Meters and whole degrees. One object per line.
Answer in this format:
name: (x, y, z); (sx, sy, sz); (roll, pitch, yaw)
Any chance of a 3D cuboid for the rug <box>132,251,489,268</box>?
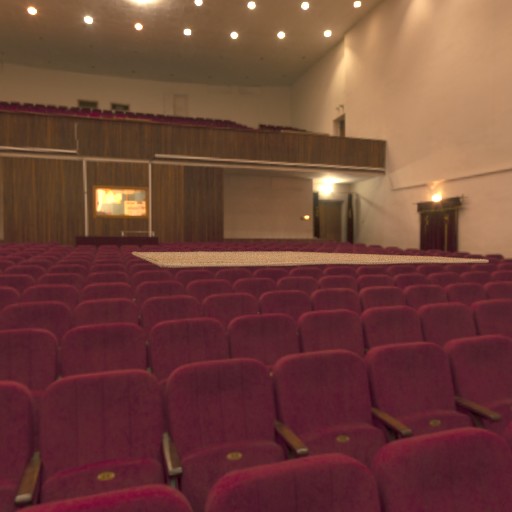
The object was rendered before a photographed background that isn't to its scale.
rug: (0.000, 0.000, 3.012); (1.521, 0.034, 2.438); (0, 1, -18)
